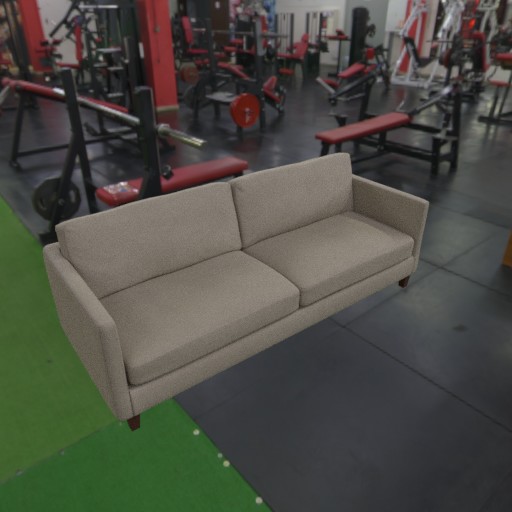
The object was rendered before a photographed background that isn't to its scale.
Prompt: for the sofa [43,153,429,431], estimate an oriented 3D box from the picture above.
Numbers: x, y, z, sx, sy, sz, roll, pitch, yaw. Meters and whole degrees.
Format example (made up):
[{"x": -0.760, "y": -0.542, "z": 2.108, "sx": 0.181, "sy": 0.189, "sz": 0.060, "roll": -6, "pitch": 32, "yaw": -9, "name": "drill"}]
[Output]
[{"x": 0.000, "y": 0.000, "z": 2.953, "sx": 2.404, "sy": 0.912, "sz": 0.988, "roll": -20, "pitch": 35, "yaw": -32, "name": "sofa"}]
